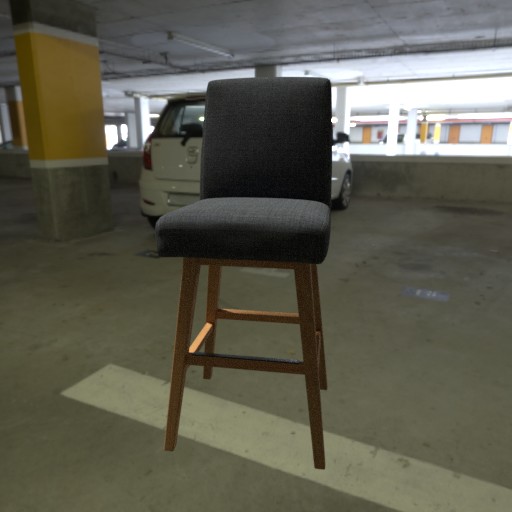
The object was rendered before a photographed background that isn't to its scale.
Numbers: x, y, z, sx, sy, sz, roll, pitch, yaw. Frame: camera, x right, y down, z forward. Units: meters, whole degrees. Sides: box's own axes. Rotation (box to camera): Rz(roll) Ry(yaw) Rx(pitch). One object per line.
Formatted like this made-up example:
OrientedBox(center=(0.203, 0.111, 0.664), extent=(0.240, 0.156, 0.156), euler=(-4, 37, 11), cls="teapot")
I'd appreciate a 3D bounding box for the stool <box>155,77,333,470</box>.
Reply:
OrientedBox(center=(0.000, 0.000, 1.392), extent=(0.483, 1.112, 0.570), euler=(2, 15, 9), cls="stool")
